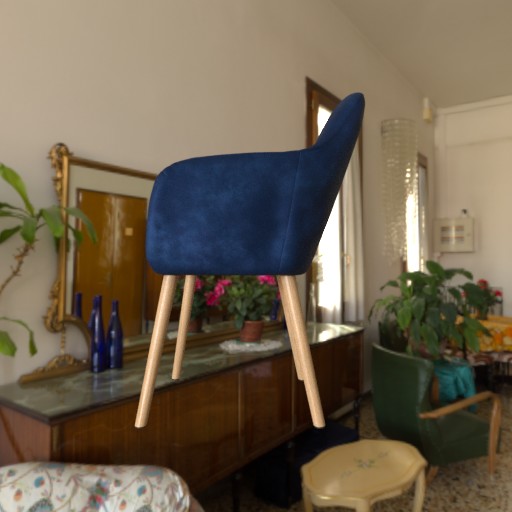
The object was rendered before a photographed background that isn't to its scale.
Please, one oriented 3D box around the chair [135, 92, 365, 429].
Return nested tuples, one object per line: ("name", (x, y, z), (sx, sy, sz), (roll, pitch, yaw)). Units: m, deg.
("chair", (0.000, 0.000, 1.285), (0.573, 0.826, 0.578), (0, -1, 1))
